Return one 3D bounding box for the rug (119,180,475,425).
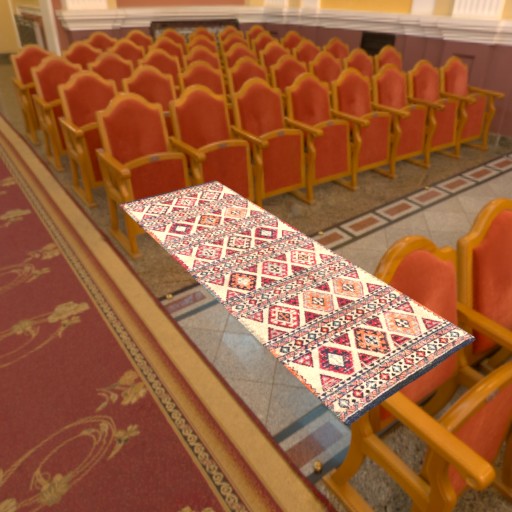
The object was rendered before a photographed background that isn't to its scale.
[{"bbox_3d":[0.000,0.000,2.662,0.832,0.008,2.362,-20,37,-29],"label":"rug"}]
